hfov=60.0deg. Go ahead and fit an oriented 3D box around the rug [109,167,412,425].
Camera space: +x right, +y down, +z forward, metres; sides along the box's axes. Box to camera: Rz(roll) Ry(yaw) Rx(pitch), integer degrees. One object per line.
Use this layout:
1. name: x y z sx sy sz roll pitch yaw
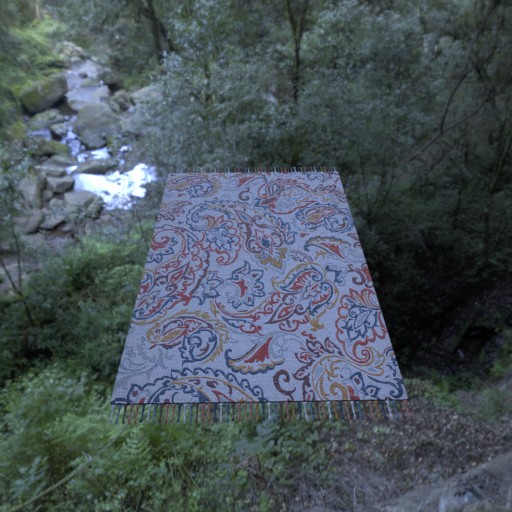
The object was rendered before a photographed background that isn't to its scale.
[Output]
1. rug: 0.000 0.000 2.496 1.218 0.010 1.997 -1 41 -1
